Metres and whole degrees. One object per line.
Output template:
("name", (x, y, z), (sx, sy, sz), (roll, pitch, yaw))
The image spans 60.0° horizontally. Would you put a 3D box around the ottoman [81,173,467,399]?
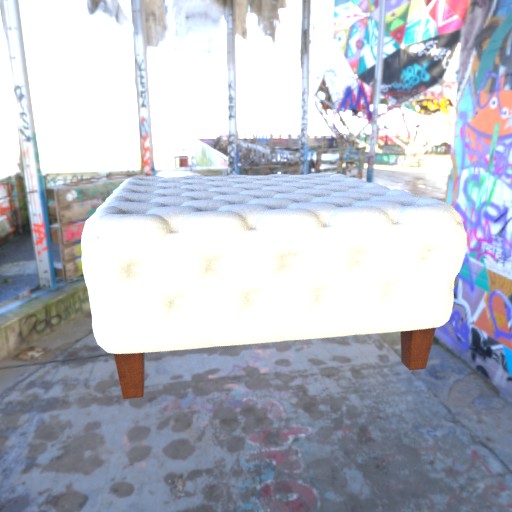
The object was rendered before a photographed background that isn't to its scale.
("ottoman", (0.000, 0.000, 1.195), (0.755, 0.376, 0.753), (-3, 16, -10))
